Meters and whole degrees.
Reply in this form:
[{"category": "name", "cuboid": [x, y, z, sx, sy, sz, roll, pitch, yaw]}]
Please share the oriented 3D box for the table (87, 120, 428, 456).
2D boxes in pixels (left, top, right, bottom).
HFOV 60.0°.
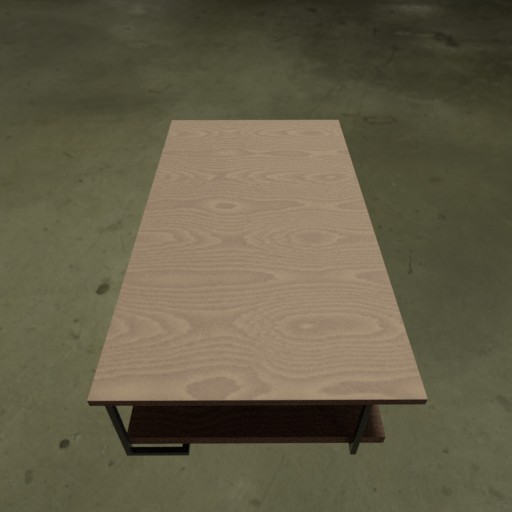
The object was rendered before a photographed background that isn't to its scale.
[{"category": "table", "cuboid": [0.000, 0.000, 1.404, 0.651, 0.347, 1.197, 0, 42, 0]}]
